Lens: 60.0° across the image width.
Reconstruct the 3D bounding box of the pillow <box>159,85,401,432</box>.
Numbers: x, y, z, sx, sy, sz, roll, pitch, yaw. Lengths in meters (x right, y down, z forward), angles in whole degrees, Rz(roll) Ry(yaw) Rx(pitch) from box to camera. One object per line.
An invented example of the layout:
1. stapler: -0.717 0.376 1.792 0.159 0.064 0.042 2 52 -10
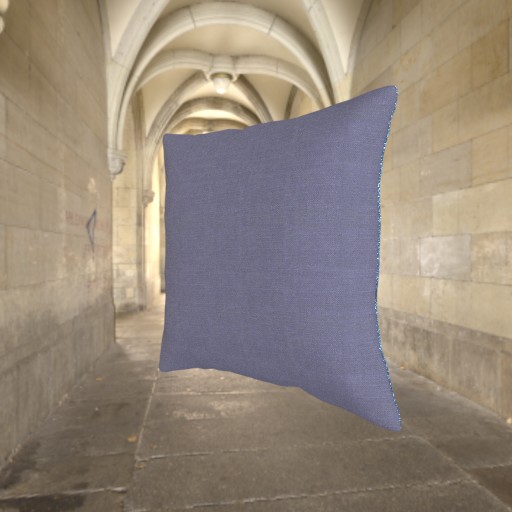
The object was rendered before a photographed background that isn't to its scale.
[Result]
1. pillow: 0.000 0.000 0.668 0.436 0.430 0.138 0 0 37
